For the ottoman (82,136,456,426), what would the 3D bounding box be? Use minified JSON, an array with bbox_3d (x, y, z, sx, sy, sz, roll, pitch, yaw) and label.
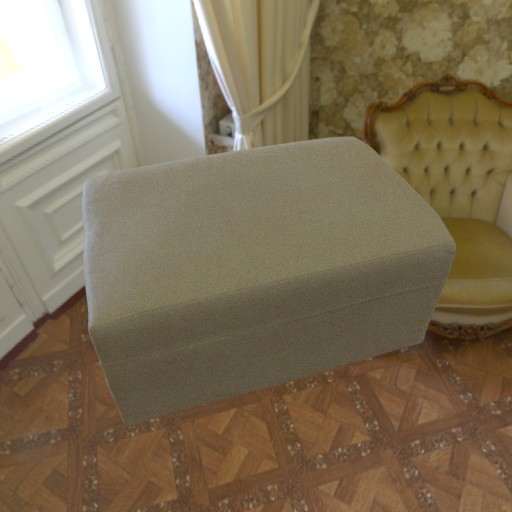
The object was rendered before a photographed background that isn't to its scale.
[{"bbox_3d":[0.000,0.000,1.250,0.872,0.444,0.590,-12,44,-13],"label":"ottoman"}]
